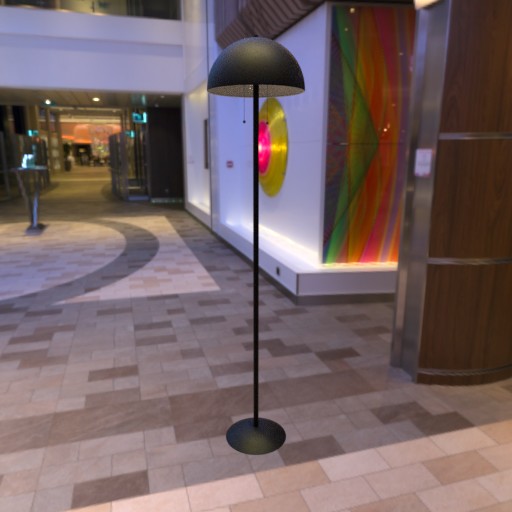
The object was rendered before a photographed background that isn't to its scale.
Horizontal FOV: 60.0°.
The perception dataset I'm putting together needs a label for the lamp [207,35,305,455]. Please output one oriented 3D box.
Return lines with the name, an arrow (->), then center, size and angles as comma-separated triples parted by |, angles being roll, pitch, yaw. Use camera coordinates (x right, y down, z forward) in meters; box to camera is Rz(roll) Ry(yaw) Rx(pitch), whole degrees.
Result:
lamp -> 0.000, 0.000, 1.617 | 0.328, 1.480, 0.328 | 7, 15, 26
